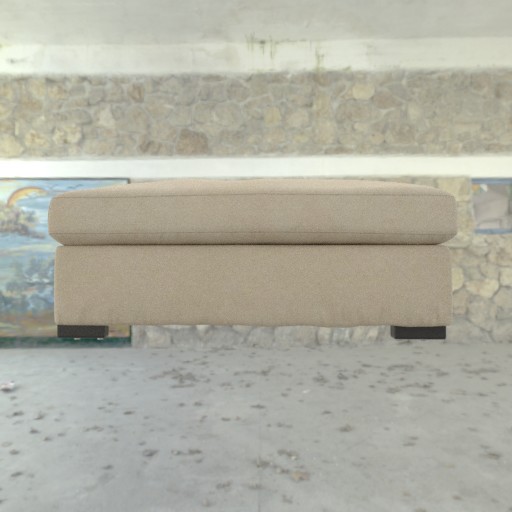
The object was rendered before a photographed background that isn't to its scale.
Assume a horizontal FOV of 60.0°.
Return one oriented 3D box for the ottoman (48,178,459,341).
[{"bbox_3d":[0.000,0.000,1.854,1.205,0.522,1.190,0,-1,2],"label":"ottoman"}]
